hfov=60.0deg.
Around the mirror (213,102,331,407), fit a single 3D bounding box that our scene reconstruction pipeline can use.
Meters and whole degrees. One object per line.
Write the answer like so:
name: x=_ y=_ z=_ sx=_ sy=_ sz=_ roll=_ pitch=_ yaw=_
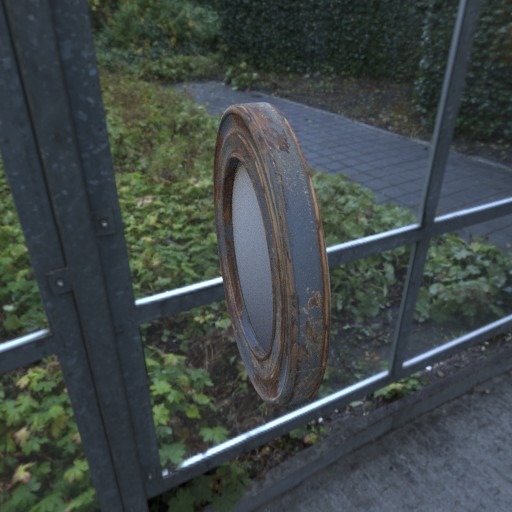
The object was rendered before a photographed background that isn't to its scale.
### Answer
mirror: x=0.000 y=0.000 z=0.896 sx=0.061 sy=0.585 sz=0.585 roll=-8 pitch=31 yaw=-14
